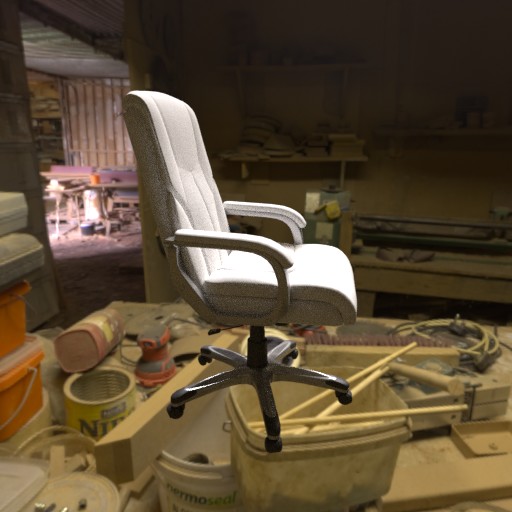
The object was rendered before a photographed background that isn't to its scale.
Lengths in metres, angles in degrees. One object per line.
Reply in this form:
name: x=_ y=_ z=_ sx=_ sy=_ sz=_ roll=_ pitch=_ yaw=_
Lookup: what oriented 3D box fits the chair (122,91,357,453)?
chair: x=0.000 y=0.000 z=1.596 sx=0.738 sy=1.120 sz=0.687 roll=3 pitch=15 yaw=9
